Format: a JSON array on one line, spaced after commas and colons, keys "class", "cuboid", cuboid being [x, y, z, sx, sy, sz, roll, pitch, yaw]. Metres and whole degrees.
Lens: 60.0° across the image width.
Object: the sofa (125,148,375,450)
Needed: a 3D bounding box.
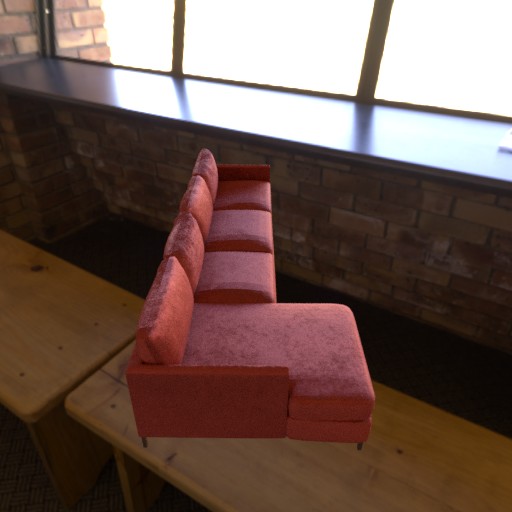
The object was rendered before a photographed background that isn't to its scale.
[{"class": "sofa", "cuboid": [0.000, 0.000, 4.095, 1.500, 0.967, 3.400, 0, 33, 1]}]
